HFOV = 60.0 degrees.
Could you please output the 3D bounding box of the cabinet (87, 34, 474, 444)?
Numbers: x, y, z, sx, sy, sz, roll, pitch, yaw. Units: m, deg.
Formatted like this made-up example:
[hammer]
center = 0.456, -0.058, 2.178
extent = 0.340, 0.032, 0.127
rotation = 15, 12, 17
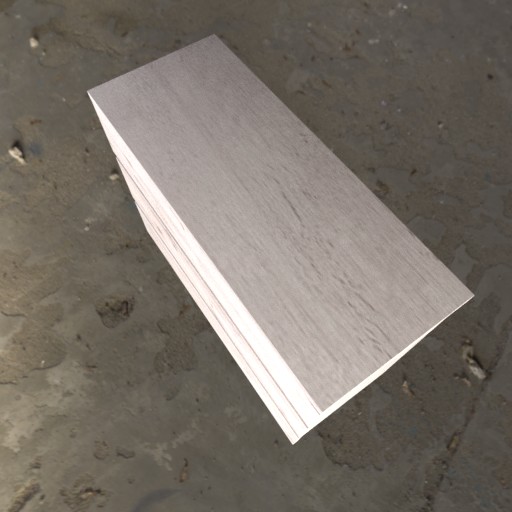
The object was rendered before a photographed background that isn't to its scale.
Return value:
[cabinet]
center = 0.000, 0.000, 1.457
extent = 0.420, 0.820, 1.040
rotation = -32, 67, -15
